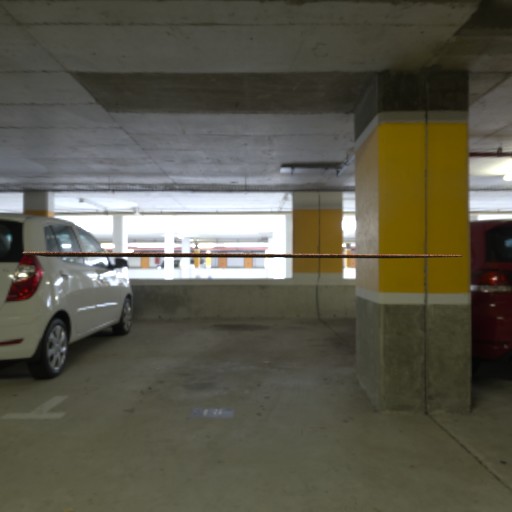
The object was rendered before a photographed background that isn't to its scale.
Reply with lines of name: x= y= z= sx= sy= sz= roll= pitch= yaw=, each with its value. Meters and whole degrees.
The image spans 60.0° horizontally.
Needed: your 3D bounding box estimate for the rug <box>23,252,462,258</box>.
rug: x=0.000 y=0.000 z=2.711 sx=2.435 sy=0.011 sz=0.750 roll=0 pitch=-1 yaw=-18
